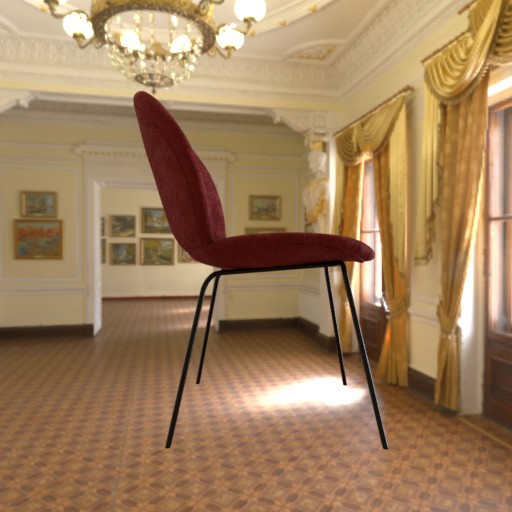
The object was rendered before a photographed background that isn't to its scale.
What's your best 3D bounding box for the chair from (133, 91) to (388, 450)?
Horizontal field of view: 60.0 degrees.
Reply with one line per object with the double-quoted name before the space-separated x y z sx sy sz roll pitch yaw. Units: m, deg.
"chair" 0.000 0.000 1.135 0.587 0.791 0.458 0 1 0
